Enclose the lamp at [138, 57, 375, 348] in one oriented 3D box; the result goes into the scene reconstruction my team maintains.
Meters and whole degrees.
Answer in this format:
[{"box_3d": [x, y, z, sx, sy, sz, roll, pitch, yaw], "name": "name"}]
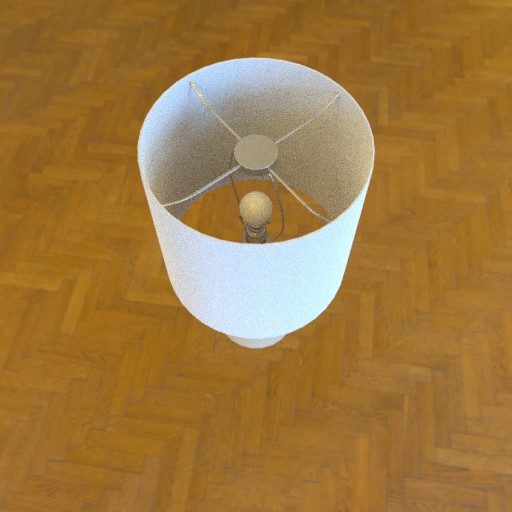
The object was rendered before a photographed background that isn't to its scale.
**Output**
[{"box_3d": [0.000, 0.000, 0.474, 0.186, 0.369, 0.186, 0, 64, 0], "name": "lamp"}]
